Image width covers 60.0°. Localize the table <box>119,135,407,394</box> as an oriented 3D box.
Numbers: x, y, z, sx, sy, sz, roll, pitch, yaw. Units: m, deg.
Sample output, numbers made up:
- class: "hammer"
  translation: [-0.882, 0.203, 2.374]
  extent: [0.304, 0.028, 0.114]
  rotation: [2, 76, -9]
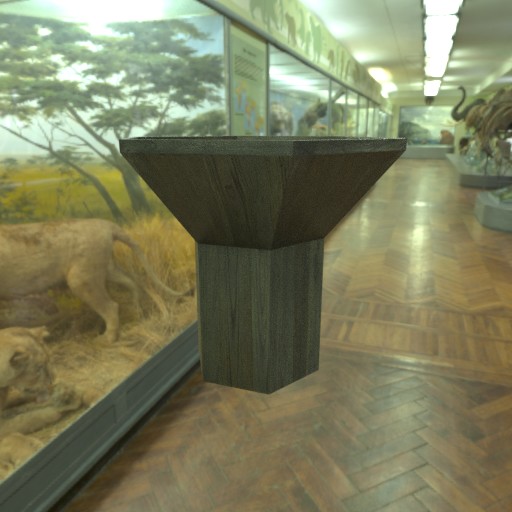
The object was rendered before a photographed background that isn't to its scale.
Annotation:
- class: "table"
  translation: [0.000, 0.000, 1.134]
  extent: [0.592, 0.586, 0.683]
  rotation: [-3, 16, -10]
